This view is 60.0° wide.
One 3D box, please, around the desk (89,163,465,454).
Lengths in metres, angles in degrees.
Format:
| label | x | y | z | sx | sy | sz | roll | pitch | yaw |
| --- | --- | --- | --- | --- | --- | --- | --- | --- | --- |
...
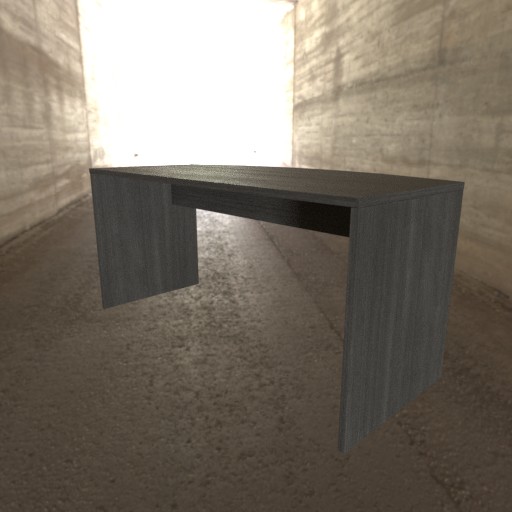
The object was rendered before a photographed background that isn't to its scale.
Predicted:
| label | x | y | z | sx | sy | sz | roll | pitch | yaw |
| --- | --- | --- | --- | --- | --- | --- | --- | --- | --- |
| desk | 0.000 | 0.000 | 2.029 | 0.802 | 0.750 | 1.600 | -14 | 20 | -42 |
